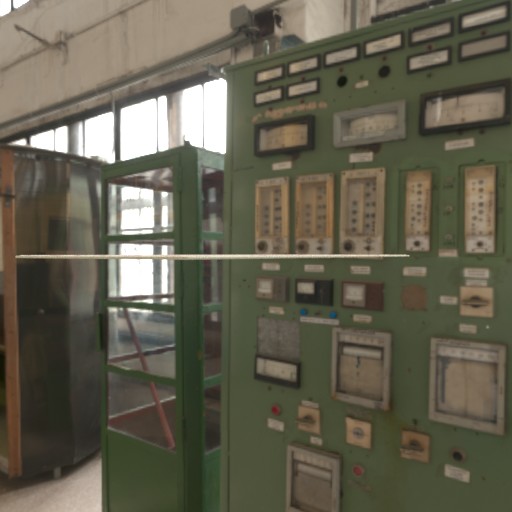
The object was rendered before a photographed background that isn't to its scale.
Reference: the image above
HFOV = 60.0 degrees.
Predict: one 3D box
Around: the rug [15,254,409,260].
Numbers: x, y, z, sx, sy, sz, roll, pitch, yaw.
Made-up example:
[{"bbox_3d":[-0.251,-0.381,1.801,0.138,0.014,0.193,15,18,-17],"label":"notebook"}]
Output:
[{"bbox_3d":[0.000,0.000,1.422,0.604,0.007,1.219,0,0,36],"label":"rug"}]
